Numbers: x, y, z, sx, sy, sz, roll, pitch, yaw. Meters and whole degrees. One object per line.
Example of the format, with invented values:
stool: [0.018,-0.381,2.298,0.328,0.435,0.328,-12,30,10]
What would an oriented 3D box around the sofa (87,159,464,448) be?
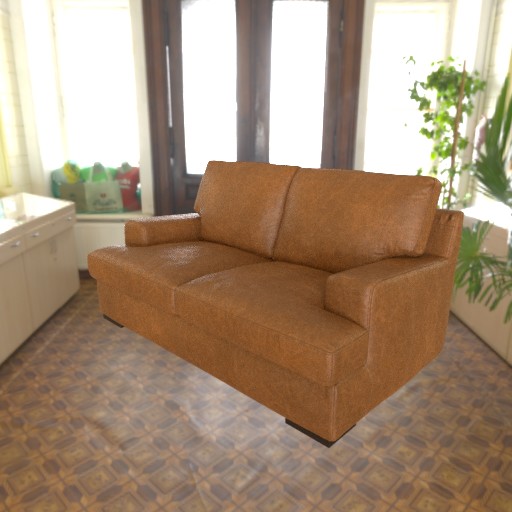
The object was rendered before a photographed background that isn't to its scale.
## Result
sofa: [0.000,0.000,2.483,1.880,0.966,1.144,15,22,42]
